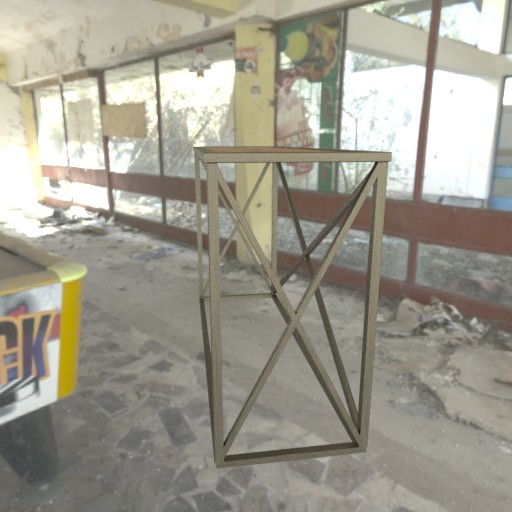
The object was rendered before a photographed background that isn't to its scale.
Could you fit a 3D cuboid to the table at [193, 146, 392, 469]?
[{"bbox_3d":[0.000,0.000,1.594,0.402,0.753,1.216,-2,15,-9],"label":"table"}]
